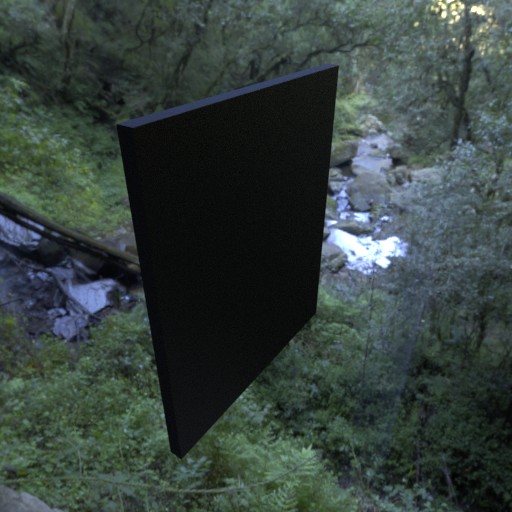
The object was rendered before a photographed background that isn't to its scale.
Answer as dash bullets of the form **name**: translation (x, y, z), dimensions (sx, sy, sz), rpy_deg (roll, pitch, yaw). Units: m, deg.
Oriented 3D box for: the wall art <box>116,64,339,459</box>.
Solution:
- **wall art**: translation (0.000, 0.000, 0.695), dimensions (0.023, 0.505, 0.428), rpy_deg (20, 37, 29)
